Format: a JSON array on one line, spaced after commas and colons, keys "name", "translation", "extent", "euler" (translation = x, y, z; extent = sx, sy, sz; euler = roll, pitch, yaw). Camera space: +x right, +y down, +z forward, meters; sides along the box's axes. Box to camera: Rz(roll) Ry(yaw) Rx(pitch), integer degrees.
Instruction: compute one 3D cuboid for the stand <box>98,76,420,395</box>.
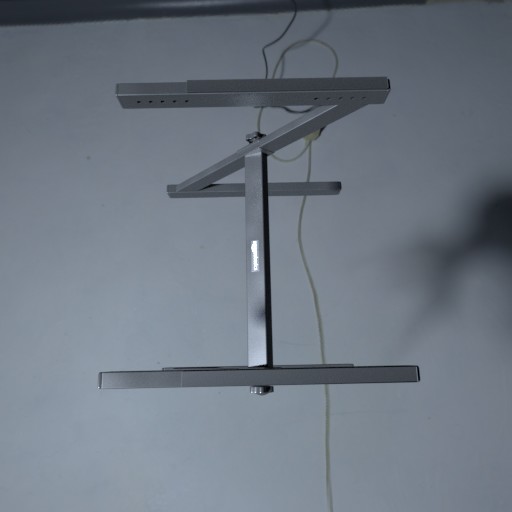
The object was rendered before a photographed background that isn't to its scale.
[{"name": "stand", "translation": [0.000, 0.000, 1.163], "extent": [0.586, 0.617, 0.700], "euler": [-1, 77, 0]}]
